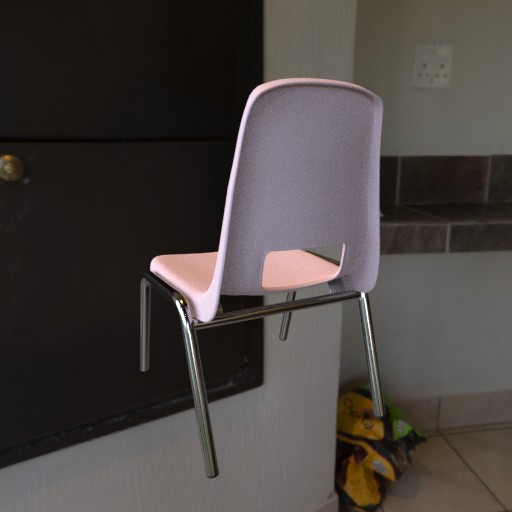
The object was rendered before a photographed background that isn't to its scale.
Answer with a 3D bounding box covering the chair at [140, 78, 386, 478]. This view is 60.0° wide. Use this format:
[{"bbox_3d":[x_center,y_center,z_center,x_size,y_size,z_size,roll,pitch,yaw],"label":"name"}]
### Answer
[{"bbox_3d":[0.000,0.000,0.776,0.354,0.536,0.385,-7,16,-26],"label":"chair"}]
